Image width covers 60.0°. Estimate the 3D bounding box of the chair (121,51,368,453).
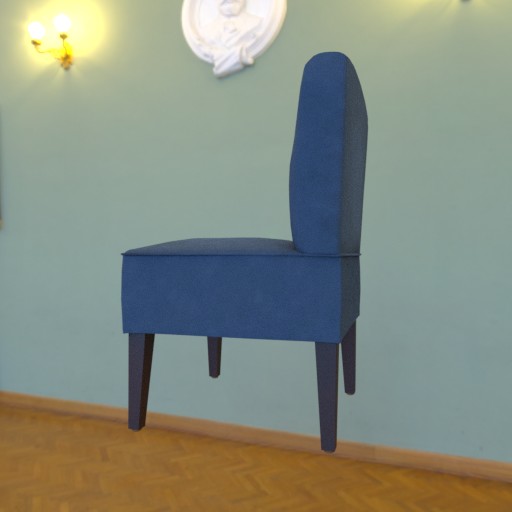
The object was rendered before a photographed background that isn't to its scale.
[{"bbox_3d":[0.000,0.000,1.167,0.551,0.806,0.521,0,0,18],"label":"chair"}]
